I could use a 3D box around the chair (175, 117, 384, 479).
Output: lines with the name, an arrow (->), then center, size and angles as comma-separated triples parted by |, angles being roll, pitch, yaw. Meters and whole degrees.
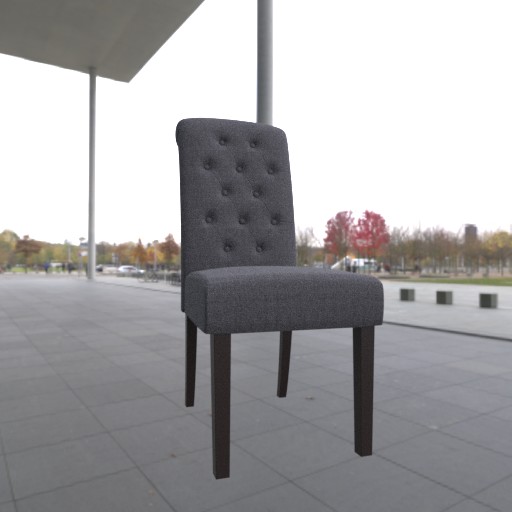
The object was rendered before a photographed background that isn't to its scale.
chair -> 0.000, 0.000, 1.360 | 0.456, 1.006, 0.671 | 0, -1, -18
